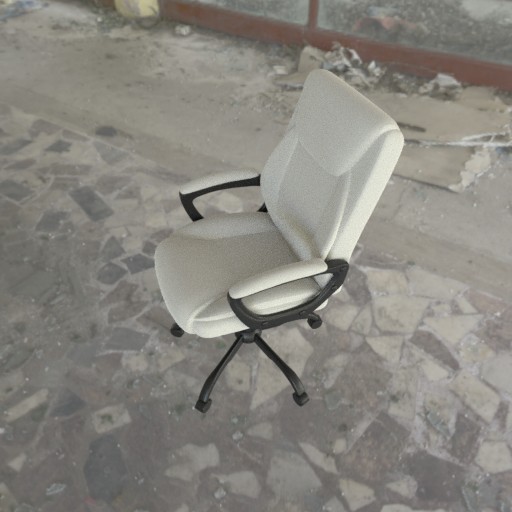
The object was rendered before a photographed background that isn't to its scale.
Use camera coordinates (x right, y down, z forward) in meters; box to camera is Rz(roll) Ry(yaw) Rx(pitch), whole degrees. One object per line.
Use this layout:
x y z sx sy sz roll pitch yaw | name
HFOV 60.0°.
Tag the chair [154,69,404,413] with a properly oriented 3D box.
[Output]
0.000 0.000 1.510 0.669 1.065 0.663 -16 47 -16 | chair
